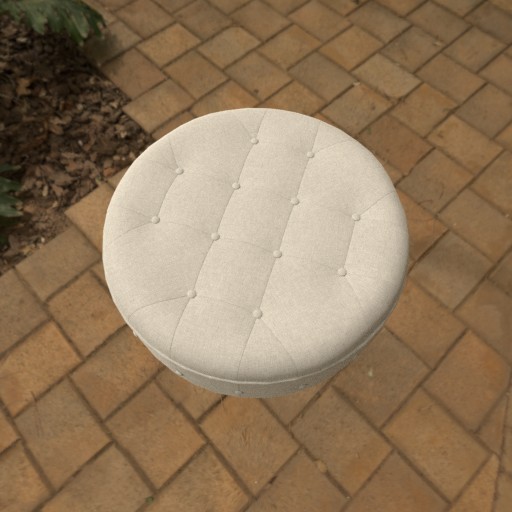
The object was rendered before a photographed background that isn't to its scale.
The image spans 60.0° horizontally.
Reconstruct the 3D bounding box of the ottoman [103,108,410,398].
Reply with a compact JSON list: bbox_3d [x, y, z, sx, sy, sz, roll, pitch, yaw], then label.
[{"bbox_3d":[0.000,0.000,1.385,0.850,0.483,0.850,0,63,0],"label":"ottoman"}]
